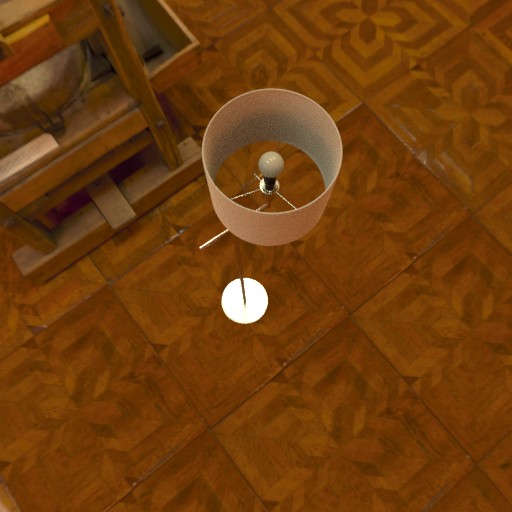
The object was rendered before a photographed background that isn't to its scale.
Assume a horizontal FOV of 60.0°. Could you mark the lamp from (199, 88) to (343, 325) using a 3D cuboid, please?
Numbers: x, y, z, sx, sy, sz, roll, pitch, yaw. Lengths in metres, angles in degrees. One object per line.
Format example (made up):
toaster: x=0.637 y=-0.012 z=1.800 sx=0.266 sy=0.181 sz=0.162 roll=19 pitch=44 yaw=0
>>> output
lamp: x=0.000 y=0.000 z=1.777 sx=0.416 sy=1.600 sz=0.324 roll=-35 pitch=77 yaw=-9
